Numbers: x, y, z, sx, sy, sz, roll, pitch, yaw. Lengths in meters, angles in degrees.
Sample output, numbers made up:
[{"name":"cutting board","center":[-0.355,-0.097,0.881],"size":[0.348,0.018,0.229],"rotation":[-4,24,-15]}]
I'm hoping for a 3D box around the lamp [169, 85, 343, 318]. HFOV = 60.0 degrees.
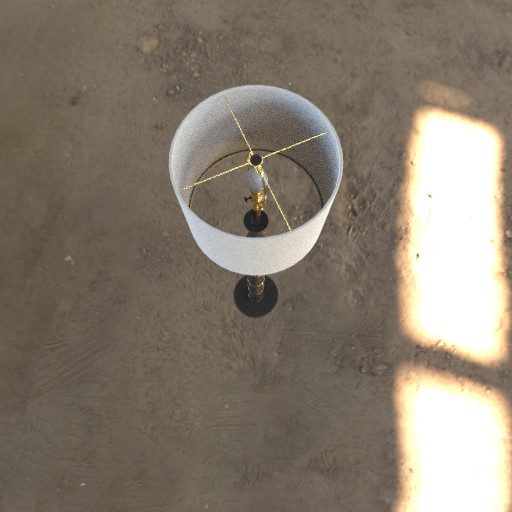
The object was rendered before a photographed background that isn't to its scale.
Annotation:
[{"name":"lamp","center":[0.000,0.000,1.676],"size":[0.381,1.480,0.381],"rotation":[-23,75,-7]}]
